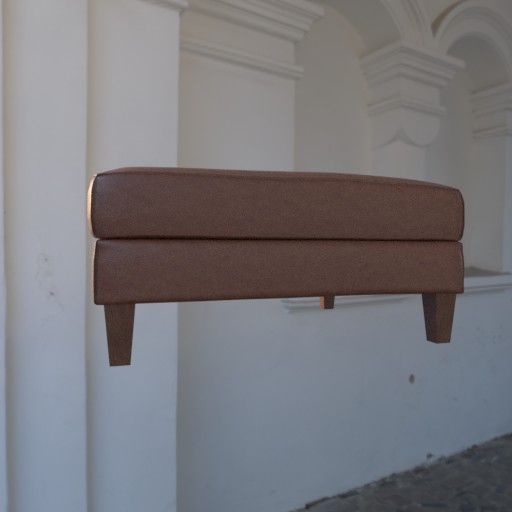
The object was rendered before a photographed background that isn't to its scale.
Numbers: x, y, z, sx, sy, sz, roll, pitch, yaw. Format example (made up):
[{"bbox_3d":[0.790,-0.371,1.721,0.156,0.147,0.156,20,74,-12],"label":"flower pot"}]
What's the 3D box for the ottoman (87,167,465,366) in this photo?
[{"bbox_3d":[0.000,0.000,1.467,0.987,0.472,0.836,0,1,-16],"label":"ottoman"}]
